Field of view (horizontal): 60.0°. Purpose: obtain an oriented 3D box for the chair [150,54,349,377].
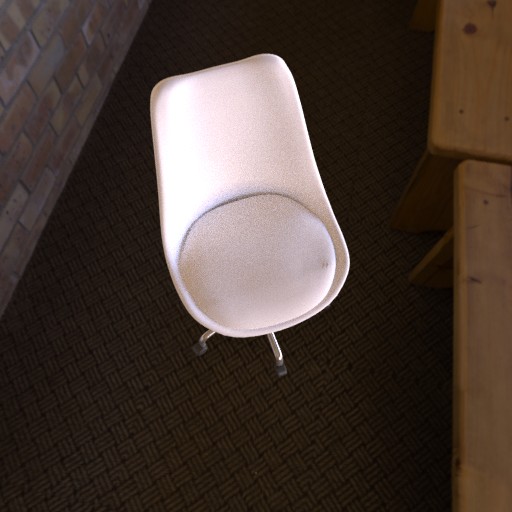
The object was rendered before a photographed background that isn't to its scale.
[{"bbox_3d":[0.000,0.000,1.294,0.550,0.930,0.550,-18,65,-9],"label":"chair"}]
